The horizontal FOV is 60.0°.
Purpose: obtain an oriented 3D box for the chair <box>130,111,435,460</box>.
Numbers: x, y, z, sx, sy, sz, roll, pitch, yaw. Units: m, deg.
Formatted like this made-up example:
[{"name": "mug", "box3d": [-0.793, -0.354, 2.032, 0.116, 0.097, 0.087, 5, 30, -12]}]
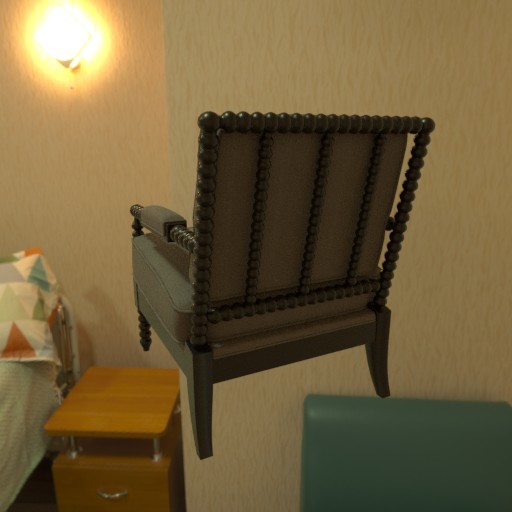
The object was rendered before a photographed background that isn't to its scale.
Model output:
[{"name": "chair", "box3d": [0.000, 0.000, 1.114, 0.540, 0.661, 0.622, -8, 17, -26]}]
